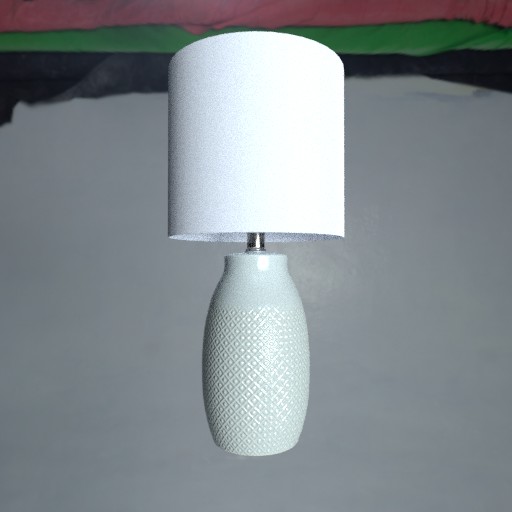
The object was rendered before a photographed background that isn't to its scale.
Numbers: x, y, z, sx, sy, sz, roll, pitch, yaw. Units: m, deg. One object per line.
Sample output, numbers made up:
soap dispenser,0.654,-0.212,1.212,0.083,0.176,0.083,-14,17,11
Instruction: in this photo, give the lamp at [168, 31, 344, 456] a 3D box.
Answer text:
lamp,0.000,0.000,0.554,0.217,0.453,0.217,0,-1,1
